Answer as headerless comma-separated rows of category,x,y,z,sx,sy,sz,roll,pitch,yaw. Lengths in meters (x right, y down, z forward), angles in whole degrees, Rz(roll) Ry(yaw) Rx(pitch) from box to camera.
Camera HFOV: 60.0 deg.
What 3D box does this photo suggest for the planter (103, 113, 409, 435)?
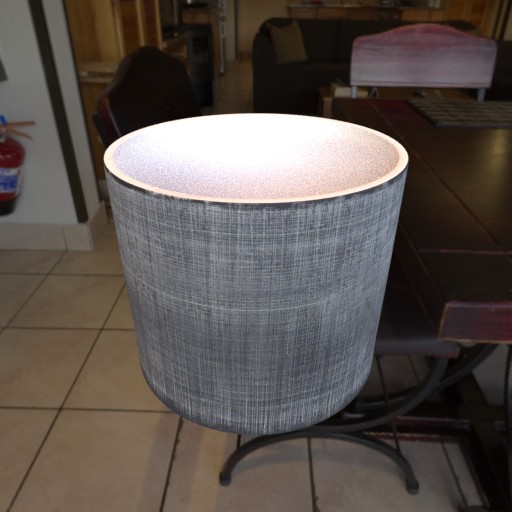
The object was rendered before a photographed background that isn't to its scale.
planter,0.000,0.000,0.439,0.254,0.221,0.254,0,30,0
